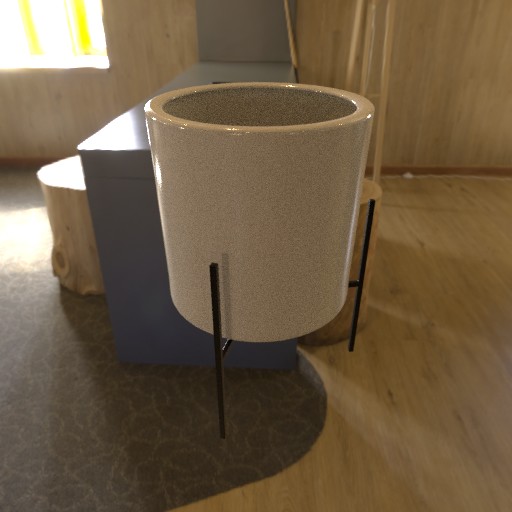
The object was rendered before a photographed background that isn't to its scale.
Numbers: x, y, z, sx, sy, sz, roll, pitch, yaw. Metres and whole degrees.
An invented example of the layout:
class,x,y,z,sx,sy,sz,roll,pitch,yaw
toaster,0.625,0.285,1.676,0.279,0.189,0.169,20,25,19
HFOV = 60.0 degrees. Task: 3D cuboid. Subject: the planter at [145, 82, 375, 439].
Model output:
class,x,y,z,sx,sy,sz,roll,pitch,yaw
planter,0.000,0.000,0.646,0.307,0.431,0.308,9,32,15
